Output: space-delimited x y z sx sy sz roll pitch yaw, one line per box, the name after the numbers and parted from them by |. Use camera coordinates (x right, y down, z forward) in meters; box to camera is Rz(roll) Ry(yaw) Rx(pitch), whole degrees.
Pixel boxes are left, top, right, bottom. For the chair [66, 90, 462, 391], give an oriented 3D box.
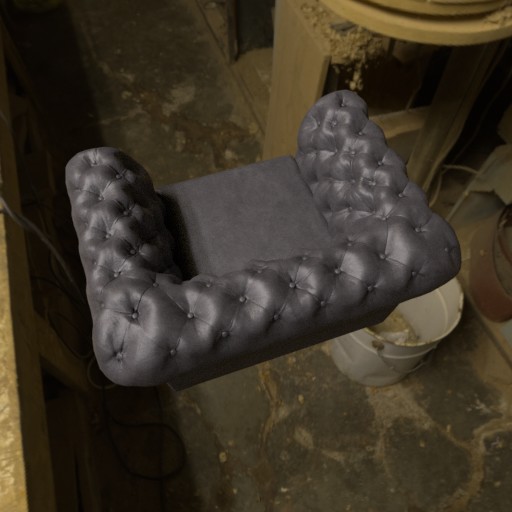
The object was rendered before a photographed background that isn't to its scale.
0.000 0.000 1.869 1.298 0.780 0.943 -16 60 -10 | chair
